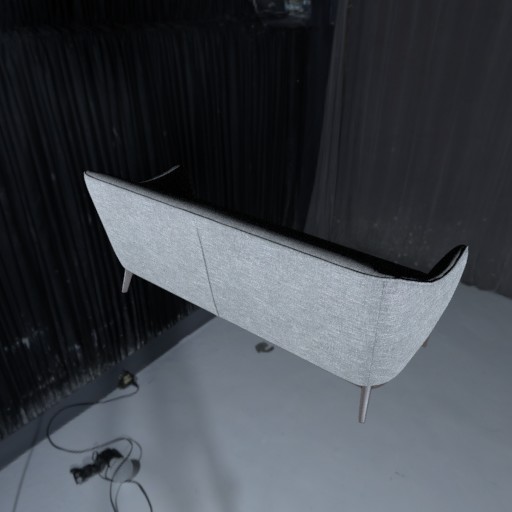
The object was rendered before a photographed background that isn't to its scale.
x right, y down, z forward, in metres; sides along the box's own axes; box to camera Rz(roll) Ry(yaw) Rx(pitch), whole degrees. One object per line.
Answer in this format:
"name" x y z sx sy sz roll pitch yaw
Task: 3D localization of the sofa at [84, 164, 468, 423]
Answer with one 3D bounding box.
"sofa" 0.000 0.000 2.401 1.928 0.829 0.867 21 36 32
